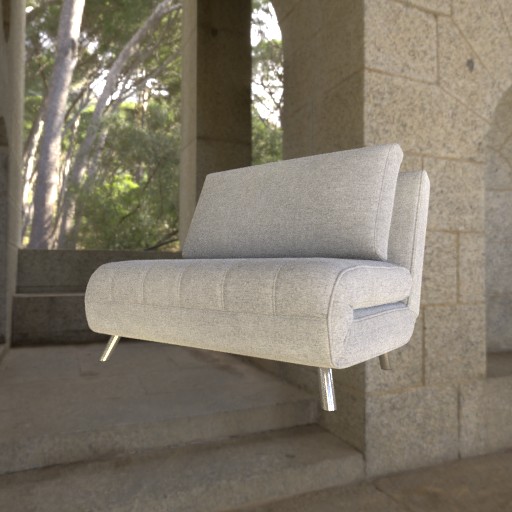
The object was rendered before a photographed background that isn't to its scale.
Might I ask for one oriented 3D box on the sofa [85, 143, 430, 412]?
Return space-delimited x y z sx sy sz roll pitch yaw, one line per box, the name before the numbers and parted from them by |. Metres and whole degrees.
sofa | 0.000 0.000 1.912 1.220 0.910 0.910 -1 -2 37
